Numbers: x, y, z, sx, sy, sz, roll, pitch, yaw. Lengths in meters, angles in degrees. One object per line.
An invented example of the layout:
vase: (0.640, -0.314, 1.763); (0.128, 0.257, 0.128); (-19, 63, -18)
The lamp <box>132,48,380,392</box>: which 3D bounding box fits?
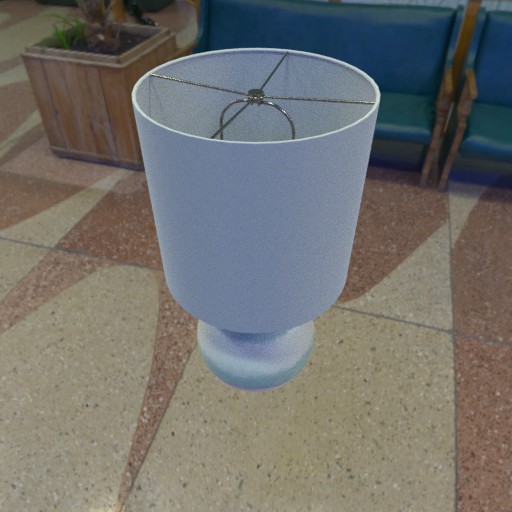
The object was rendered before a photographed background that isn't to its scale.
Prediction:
lamp: (0.000, 0.000, 0.528); (0.217, 0.404, 0.217); (13, 43, 14)
